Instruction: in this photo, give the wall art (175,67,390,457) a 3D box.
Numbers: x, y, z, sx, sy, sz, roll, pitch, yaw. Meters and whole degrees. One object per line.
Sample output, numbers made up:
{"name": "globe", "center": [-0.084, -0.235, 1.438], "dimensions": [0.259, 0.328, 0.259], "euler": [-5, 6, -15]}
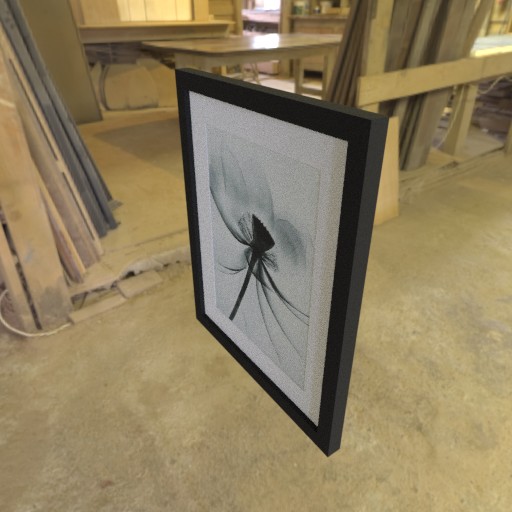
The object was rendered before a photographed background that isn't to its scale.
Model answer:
{"name": "wall art", "center": [0.000, 0.000, 0.773], "dimensions": [0.029, 0.559, 0.457], "euler": [-20, 36, -30]}
